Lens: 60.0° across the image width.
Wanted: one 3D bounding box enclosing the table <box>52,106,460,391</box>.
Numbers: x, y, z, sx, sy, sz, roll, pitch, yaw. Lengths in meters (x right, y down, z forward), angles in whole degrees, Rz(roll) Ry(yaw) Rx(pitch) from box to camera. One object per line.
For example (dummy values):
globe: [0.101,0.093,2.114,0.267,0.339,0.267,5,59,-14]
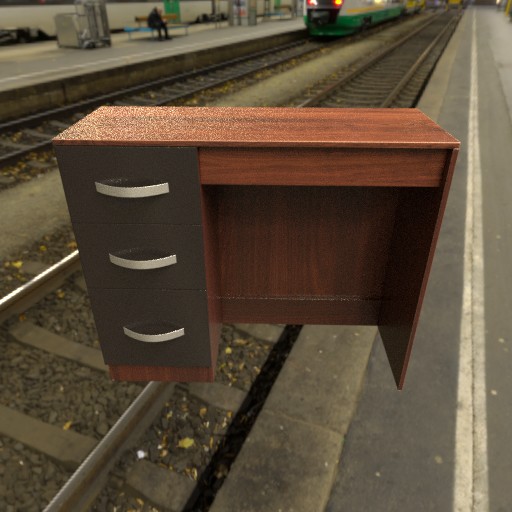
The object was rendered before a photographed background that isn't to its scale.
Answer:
table: [0.000,0.000,1.340,0.930,0.790,0.380,1,31,1]
